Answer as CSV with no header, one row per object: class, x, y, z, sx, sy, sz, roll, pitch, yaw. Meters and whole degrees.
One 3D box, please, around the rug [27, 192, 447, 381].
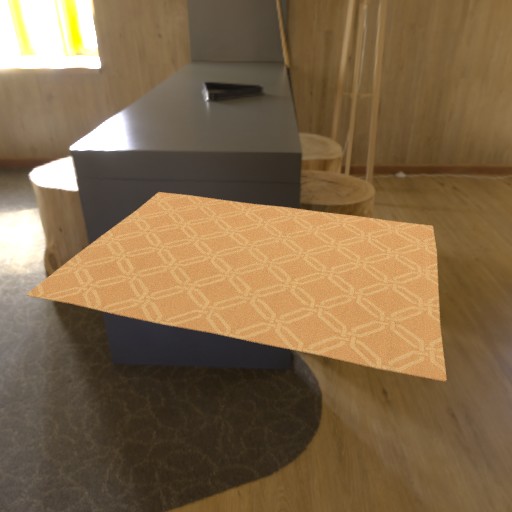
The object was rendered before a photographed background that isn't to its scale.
rug,0.000,0.000,2.728,2.135,0.013,1.524,9,32,15
